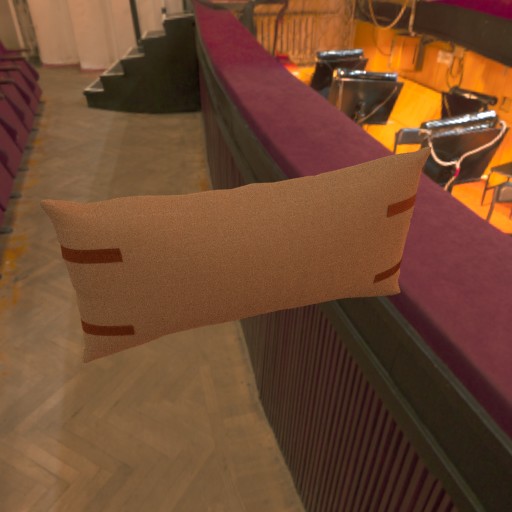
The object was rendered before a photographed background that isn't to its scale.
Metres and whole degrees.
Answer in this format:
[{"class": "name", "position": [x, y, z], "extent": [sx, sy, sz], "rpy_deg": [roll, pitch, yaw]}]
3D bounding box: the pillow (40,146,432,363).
[{"class": "pillow", "position": [0.000, 0.000, 0.736], "extent": [0.612, 0.308, 0.148], "rpy_deg": [-10, 36, -14]}]
